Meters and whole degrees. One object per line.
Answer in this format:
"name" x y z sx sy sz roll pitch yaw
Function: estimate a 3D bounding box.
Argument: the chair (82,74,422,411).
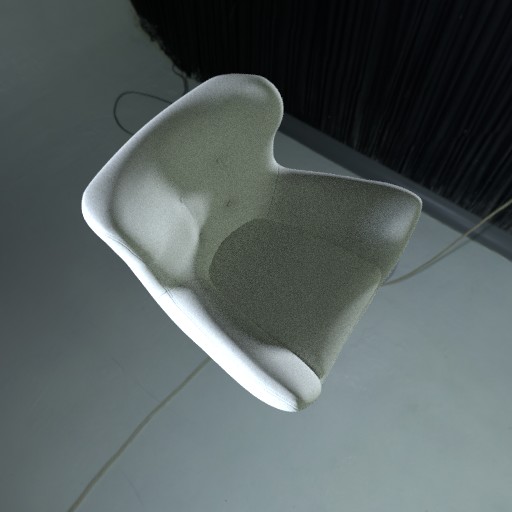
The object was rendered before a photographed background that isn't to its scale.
"chair" 0.000 0.000 1.640 0.889 0.889 0.890 30 63 17
